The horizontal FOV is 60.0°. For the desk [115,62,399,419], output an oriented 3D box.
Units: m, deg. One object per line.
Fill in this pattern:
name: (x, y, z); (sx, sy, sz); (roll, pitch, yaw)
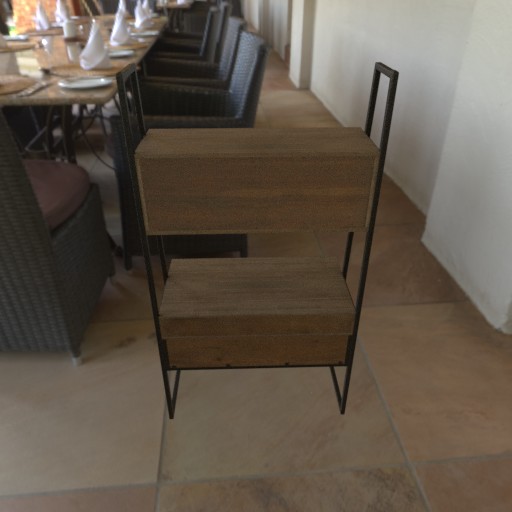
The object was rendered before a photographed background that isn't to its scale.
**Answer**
desk: (0.000, 0.000, 2.219); (0.982, 1.809, 0.515); (-1, 32, -2)
